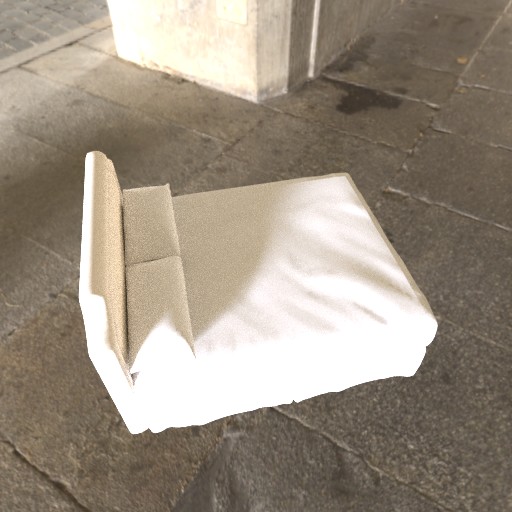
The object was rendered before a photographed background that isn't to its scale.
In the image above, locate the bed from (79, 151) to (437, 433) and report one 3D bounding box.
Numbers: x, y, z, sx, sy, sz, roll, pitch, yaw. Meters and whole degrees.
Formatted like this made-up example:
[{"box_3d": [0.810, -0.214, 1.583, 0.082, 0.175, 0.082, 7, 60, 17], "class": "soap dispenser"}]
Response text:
[{"box_3d": [0.000, 0.000, 3.899, 2.548, 1.524, 2.134, -10, 48, -9], "class": "bed"}]
